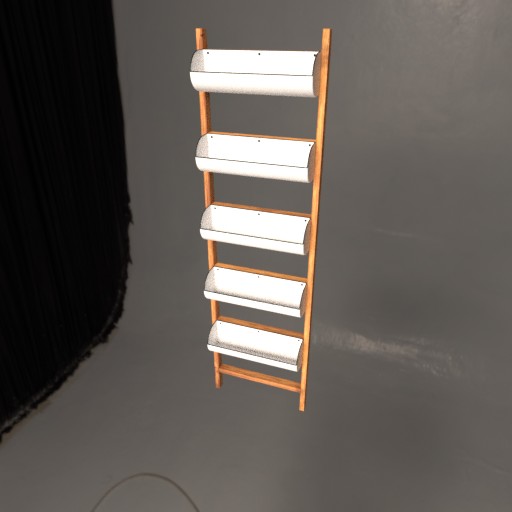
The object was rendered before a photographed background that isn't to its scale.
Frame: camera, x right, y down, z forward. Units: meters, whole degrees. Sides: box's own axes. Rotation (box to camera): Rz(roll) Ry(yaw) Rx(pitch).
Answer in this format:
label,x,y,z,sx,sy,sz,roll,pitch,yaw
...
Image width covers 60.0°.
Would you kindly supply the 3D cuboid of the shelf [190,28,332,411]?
label,x,y,z,sx,sy,sz,roll,pitch,yaw
shelf,0.000,0.000,1.753,0.454,1.600,0.141,10,29,18
